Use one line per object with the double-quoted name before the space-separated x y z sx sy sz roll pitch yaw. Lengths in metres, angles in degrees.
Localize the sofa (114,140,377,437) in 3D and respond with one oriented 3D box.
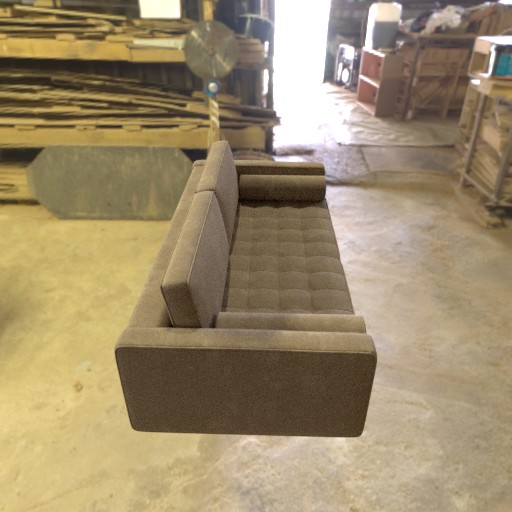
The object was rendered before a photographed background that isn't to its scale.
"sofa" 0.000 0.000 2.353 0.920 0.769 1.883 1 32 2
